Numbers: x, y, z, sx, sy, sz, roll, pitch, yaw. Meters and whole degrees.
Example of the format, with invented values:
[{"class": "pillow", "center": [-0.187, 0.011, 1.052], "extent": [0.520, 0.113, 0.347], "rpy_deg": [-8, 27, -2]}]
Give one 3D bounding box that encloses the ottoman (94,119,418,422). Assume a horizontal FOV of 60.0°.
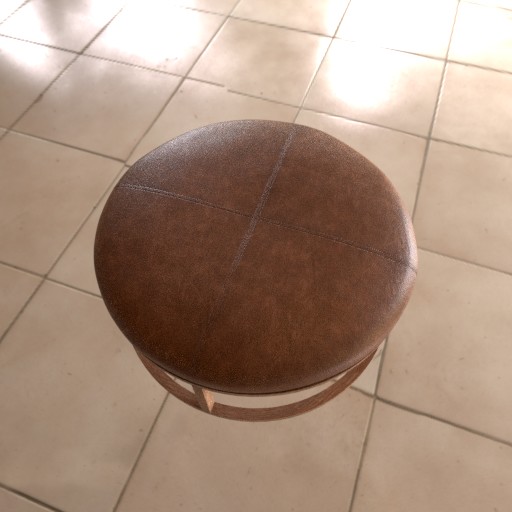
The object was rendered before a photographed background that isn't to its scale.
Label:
[{"class": "ottoman", "center": [0.000, 0.000, 1.520], "extent": [1.006, 0.445, 1.006], "rpy_deg": [0, 58, 0]}]
